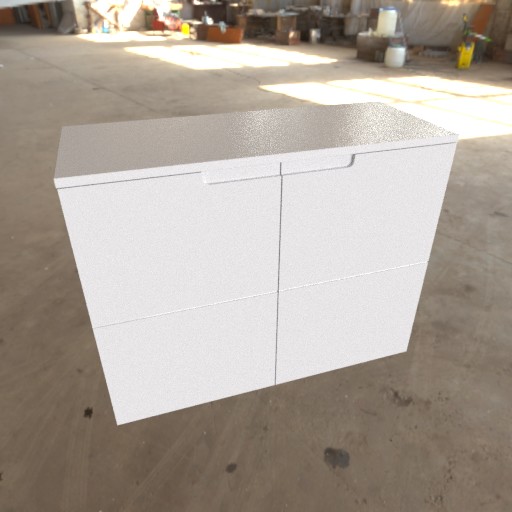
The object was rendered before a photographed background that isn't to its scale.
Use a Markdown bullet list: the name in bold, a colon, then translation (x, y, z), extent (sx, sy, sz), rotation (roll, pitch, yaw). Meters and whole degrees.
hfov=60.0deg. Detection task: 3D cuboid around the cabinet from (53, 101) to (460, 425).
- **cabinet**: translation (0.000, 0.000, 1.408), extent (1.000, 0.800, 0.400), rotation (-10, 33, -15)
